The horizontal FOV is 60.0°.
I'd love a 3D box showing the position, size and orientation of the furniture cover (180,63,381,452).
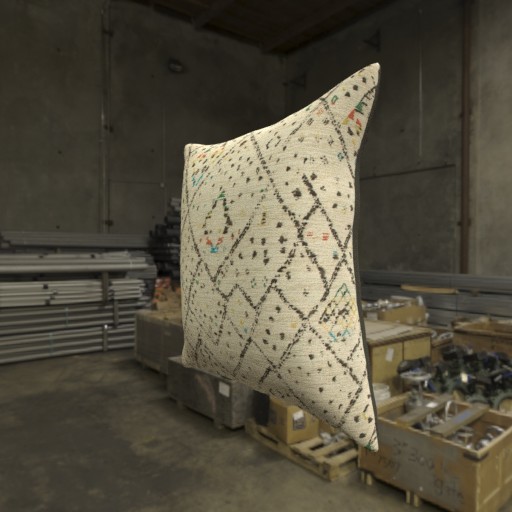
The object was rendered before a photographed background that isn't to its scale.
[{"bbox_3d":[0.000,0.000,0.773,0.180,0.498,0.525,0,0,-37],"label":"furniture cover"}]
